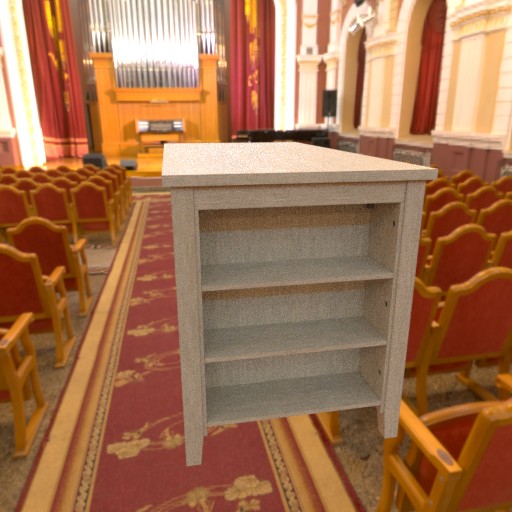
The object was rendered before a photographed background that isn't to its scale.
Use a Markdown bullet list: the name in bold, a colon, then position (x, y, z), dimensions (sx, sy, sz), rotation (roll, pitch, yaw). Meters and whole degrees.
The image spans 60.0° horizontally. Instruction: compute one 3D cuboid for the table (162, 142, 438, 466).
- **table**: position (0.000, 0.000, 1.909), dimensions (0.729, 0.874, 1.397), rotation (-3, 18, -10)
